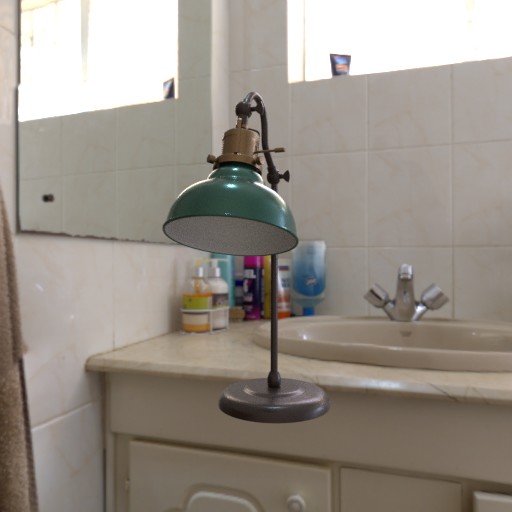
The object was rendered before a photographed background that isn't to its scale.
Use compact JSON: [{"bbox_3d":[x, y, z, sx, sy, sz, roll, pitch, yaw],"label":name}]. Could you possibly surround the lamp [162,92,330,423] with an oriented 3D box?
[{"bbox_3d":[0.000,0.000,0.687,0.192,0.508,0.374,0,-1,20],"label":"lamp"}]
